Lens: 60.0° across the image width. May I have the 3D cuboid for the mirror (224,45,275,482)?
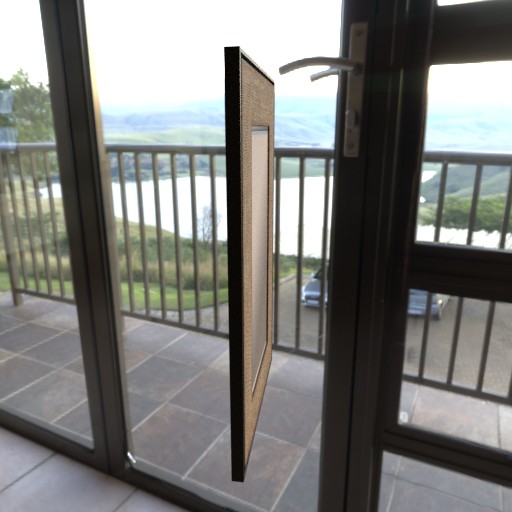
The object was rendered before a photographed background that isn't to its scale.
[{"bbox_3d":[0.000,0.000,1.549,0.038,1.219,0.762,2,16,8],"label":"mirror"}]
